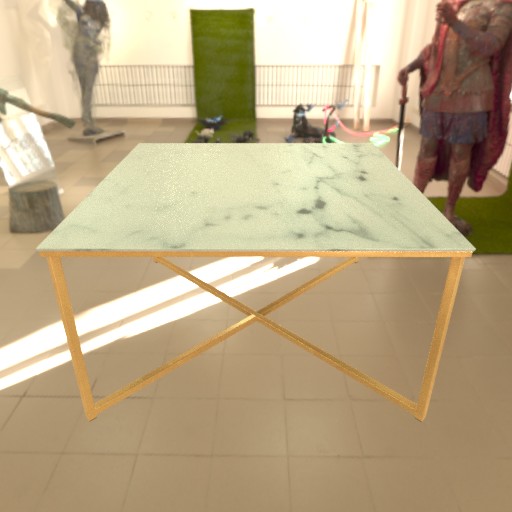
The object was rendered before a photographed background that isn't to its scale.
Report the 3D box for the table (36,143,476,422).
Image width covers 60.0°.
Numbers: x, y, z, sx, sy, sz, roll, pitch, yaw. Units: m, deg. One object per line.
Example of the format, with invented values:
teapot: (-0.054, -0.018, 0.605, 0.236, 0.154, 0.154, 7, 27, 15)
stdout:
table: (0.000, 0.000, 1.263, 0.800, 0.450, 0.800, 0, 28, 0)
